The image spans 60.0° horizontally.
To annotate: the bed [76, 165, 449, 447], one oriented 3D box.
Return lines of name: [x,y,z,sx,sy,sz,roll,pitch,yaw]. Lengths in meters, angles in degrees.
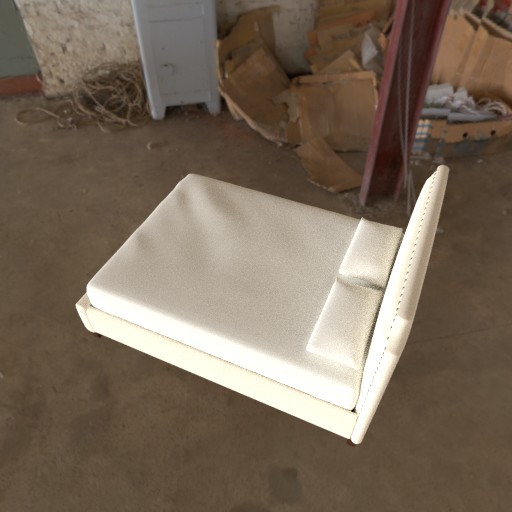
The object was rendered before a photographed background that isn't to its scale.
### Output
bed: [0.000,0.000,3.468,2.365,1.443,1.712,18,49,16]
